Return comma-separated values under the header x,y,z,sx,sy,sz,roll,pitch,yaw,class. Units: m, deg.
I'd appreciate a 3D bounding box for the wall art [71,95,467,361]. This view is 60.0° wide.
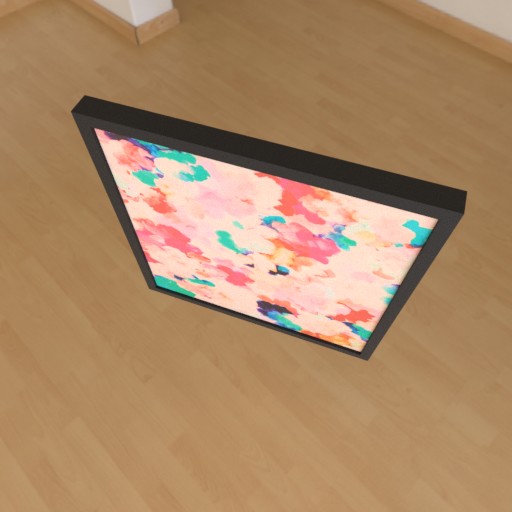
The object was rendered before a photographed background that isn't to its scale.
x,y,z,sx,sy,sz,roll,pitch,yaw,class
0.000,0.000,0.762,0.506,0.503,0.036,17,60,10,wall art
